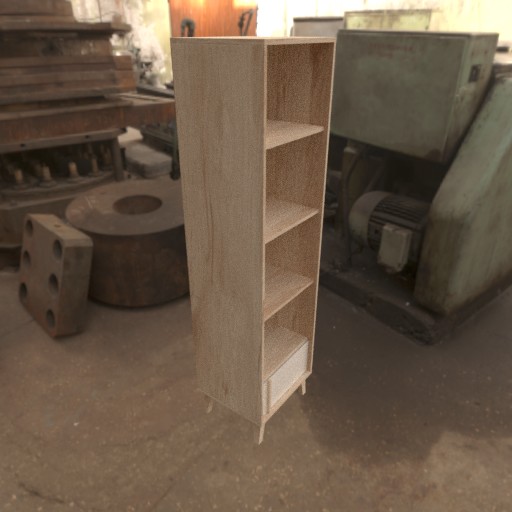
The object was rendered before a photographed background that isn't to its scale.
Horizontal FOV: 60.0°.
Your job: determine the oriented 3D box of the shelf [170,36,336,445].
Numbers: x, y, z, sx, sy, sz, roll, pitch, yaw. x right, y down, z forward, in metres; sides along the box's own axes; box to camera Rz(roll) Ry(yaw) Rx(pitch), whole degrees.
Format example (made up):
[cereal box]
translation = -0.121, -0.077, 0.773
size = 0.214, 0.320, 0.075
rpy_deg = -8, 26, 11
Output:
[shelf]
translation = 0.000, 0.000, 2.215
size = 0.450, 1.960, 0.510
rpy_deg = 19, 33, 32
